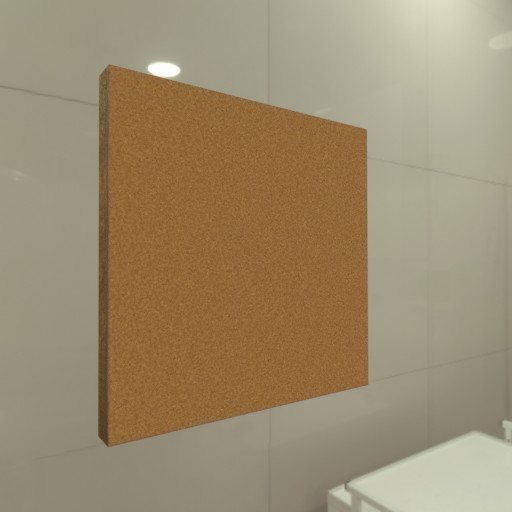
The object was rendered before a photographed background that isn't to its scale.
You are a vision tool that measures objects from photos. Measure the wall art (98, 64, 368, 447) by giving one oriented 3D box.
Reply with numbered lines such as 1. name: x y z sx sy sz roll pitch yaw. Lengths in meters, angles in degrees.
1. wall art: 0.000 0.000 0.597 0.406 0.403 0.039 0 -1 -35
